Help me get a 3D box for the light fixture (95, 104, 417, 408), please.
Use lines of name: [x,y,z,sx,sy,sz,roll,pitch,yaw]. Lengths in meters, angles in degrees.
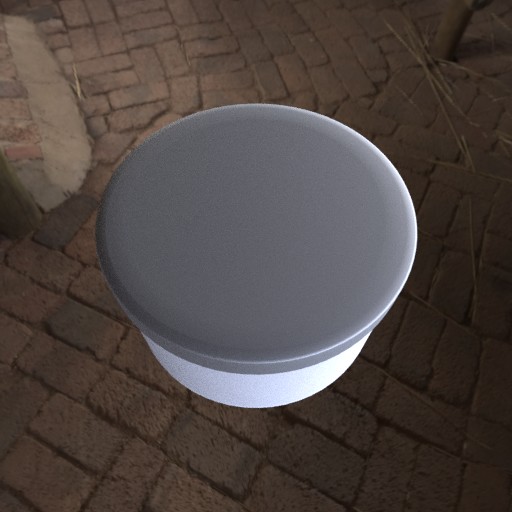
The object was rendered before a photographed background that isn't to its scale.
light fixture: [0.000,0.000,0.645,0.393,0.229,0.393,0,58,0]
